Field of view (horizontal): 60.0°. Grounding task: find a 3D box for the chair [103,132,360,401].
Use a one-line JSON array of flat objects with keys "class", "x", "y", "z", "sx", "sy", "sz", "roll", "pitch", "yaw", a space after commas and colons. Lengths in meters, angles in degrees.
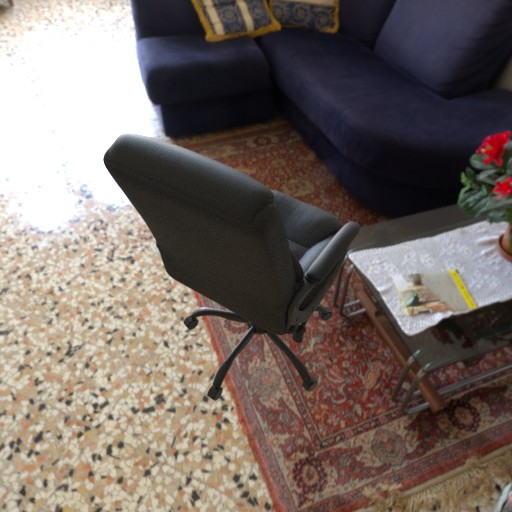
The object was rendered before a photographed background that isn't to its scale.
[{"class": "chair", "x": 0.000, "y": 0.000, "z": 1.488, "sx": 0.615, "sy": 1.072, "sz": 0.655, "roll": 26, "pitch": 51, "yaw": 23}]
